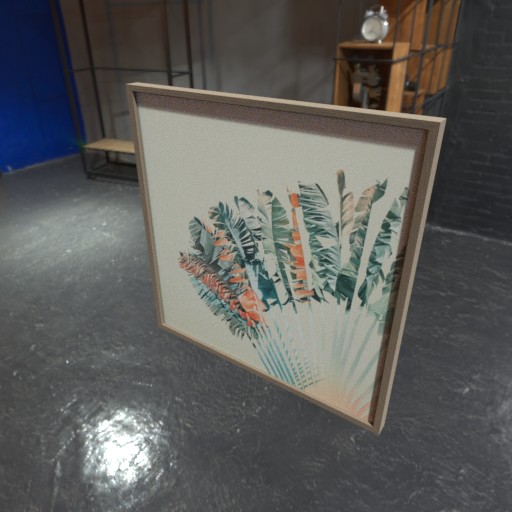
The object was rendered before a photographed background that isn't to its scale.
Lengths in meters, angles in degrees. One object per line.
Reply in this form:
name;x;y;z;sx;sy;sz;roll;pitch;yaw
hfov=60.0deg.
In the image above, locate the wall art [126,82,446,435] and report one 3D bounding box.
wall art;0.000;0.000;1.114;0.761;0.758;0.038;18;34;30
